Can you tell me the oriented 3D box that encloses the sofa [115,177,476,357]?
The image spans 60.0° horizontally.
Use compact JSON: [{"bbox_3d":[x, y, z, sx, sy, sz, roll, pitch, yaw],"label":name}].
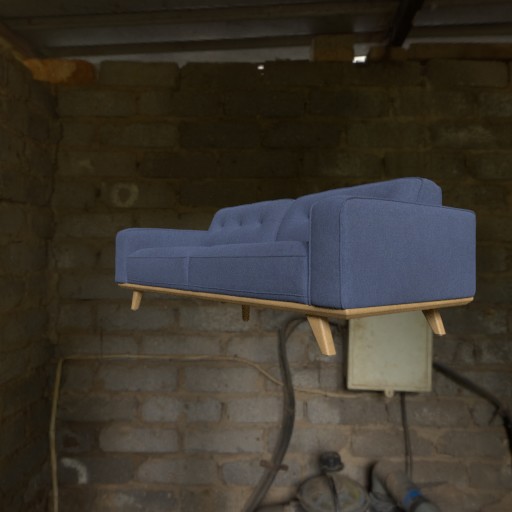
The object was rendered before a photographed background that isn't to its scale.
[{"bbox_3d":[0.000,0.000,2.692,0.953,0.782,2.270,0,-1,-37],"label":"sofa"}]
